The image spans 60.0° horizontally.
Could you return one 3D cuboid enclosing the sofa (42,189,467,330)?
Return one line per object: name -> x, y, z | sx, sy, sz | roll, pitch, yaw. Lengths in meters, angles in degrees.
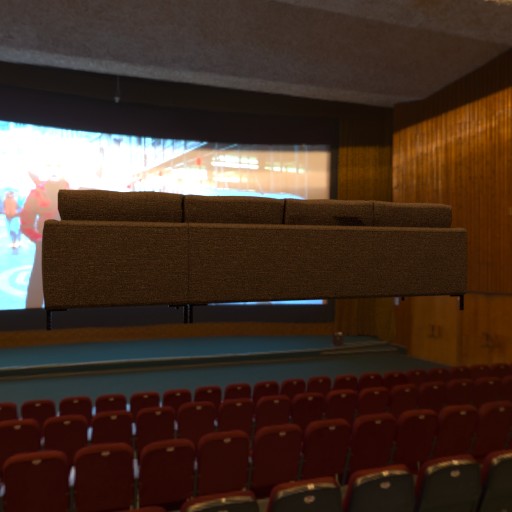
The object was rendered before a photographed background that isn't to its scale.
sofa -> 0.000, 0.000, 3.835 | 3.221, 0.892, 1.483 | 0, 0, -18
